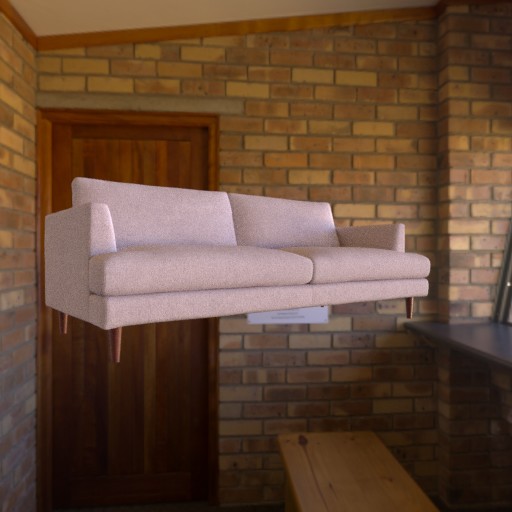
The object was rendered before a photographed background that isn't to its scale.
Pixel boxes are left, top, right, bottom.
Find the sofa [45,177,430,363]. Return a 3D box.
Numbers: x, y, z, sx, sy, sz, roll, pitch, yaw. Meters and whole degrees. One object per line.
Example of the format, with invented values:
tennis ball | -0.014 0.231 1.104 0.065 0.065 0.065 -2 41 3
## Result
sofa | 0.000 0.000 2.769 2.250 0.868 1.020 0 0 -37
